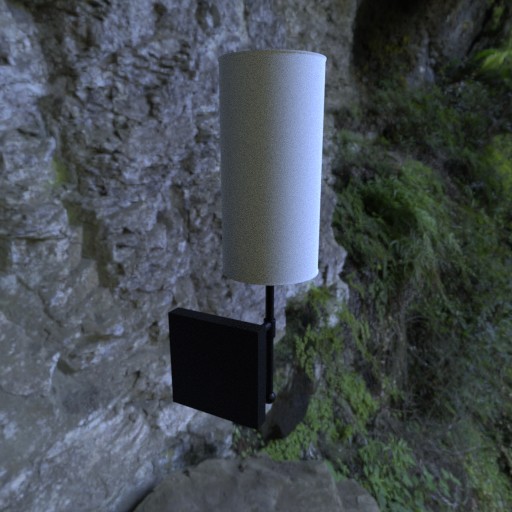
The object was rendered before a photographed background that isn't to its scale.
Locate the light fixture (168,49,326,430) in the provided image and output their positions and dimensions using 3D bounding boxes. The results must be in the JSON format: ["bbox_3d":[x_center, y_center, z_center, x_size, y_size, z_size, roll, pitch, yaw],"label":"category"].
[{"bbox_3d":[0.000,0.000,0.550,0.128,0.462,0.208,8,17,27],"label":"light fixture"}]
